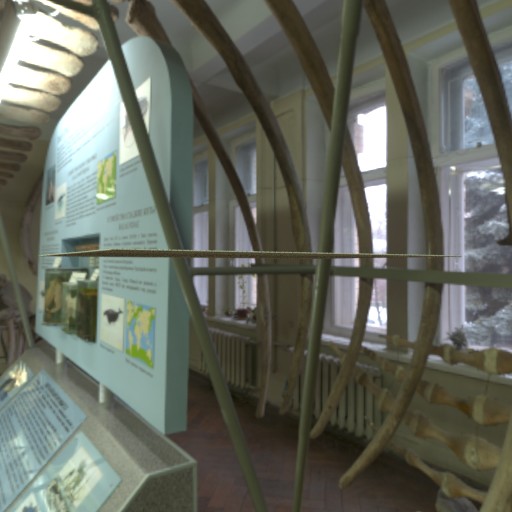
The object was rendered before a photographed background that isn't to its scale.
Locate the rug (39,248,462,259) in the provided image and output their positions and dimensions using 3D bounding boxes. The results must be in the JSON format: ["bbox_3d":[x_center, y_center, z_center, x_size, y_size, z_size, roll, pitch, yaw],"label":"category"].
[{"bbox_3d":[0.000,0.000,3.024,2.448,0.008,1.541,1,-1,-35],"label":"rug"}]
